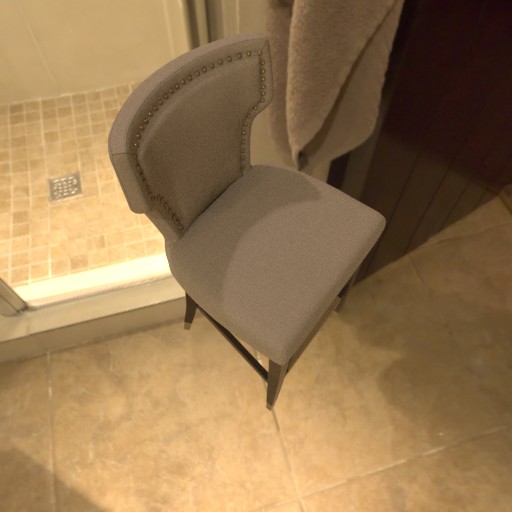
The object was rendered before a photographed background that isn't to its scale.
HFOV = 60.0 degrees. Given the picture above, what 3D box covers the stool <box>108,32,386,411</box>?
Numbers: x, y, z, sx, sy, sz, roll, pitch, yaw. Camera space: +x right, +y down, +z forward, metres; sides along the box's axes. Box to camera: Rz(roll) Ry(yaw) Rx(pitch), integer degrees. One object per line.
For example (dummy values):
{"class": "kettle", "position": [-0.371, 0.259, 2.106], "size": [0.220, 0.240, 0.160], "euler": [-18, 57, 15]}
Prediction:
{"class": "stool", "position": [0.000, 0.000, 1.365], "size": [0.563, 1.092, 0.526], "euler": [33, 64, 18]}
